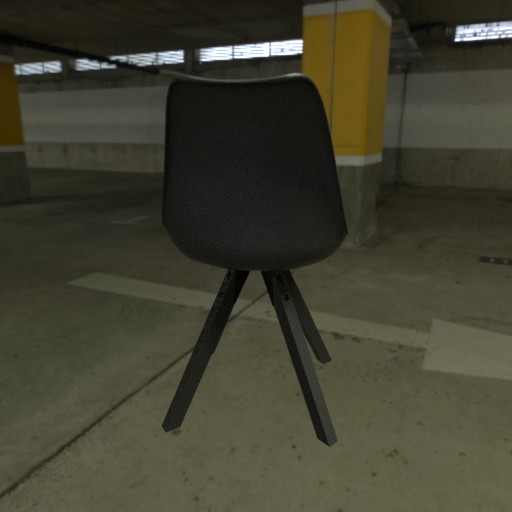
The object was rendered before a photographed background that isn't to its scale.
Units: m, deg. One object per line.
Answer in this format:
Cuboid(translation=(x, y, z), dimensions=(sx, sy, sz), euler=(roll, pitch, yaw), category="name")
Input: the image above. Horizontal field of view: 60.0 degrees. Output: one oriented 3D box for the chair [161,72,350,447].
Cuboid(translation=(0.000, 0.000, 1.187), dimensions=(0.485, 0.850, 0.550), euler=(2, 16, 7), category="chair")
